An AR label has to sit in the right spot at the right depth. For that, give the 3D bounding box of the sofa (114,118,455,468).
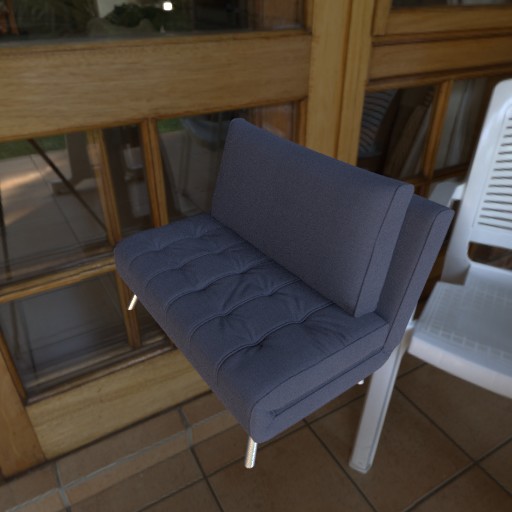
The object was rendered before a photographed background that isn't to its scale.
[{"bbox_3d":[0.000,0.000,1.950,0.910,0.910,1.220,-21,38,-30],"label":"sofa"}]
